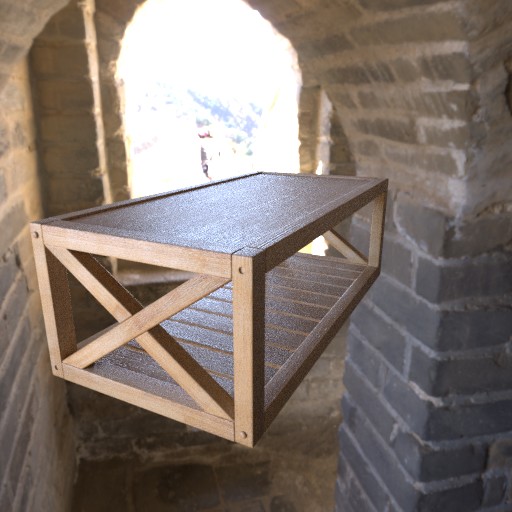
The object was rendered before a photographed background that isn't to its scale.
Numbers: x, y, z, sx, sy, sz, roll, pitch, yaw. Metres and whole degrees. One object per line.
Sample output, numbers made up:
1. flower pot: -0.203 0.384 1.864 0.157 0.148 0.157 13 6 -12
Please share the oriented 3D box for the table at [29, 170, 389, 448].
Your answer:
1. table: 0.000 0.000 1.633 0.660 0.457 1.321 9 20 26
